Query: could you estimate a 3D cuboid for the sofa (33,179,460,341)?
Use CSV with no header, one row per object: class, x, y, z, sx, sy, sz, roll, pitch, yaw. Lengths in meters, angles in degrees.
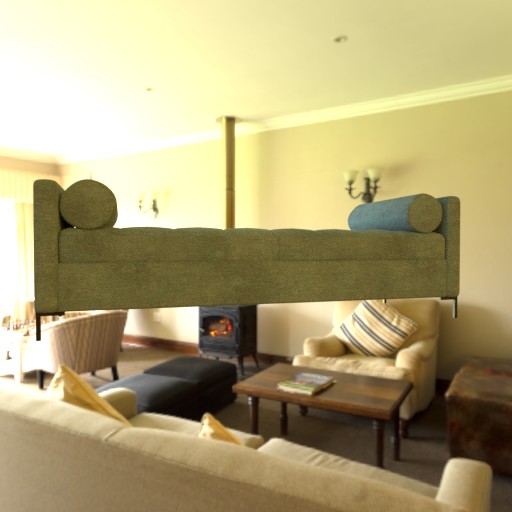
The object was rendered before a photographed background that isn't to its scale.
sofa,0.000,0.000,2.298,1.981,0.635,0.686,0,1,-17
